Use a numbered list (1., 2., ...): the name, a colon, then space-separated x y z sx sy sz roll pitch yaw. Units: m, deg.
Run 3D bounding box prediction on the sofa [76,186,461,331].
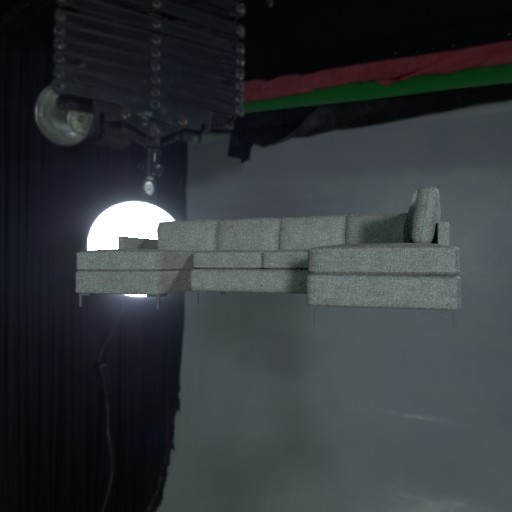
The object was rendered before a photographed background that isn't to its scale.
1. sofa: 0.000 0.000 4.305 3.423 0.999 2.048 0 -1 19
